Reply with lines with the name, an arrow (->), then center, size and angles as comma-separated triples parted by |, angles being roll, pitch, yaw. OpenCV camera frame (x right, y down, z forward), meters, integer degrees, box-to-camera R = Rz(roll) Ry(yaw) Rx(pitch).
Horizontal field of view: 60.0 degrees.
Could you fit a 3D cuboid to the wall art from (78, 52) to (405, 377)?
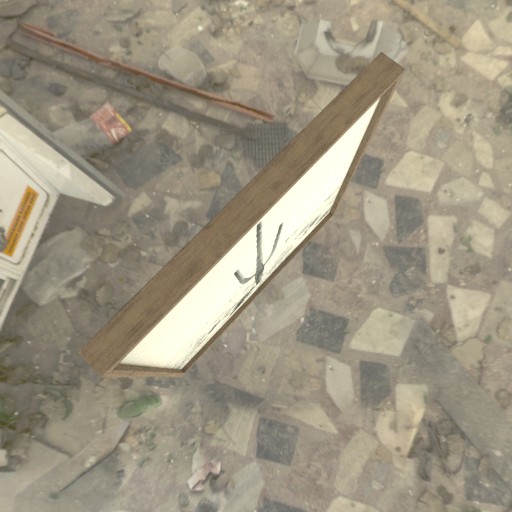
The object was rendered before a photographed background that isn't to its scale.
wall art -> 0.000, 0.000, 0.754 | 0.038, 0.508, 0.508 | 42, 79, 10
